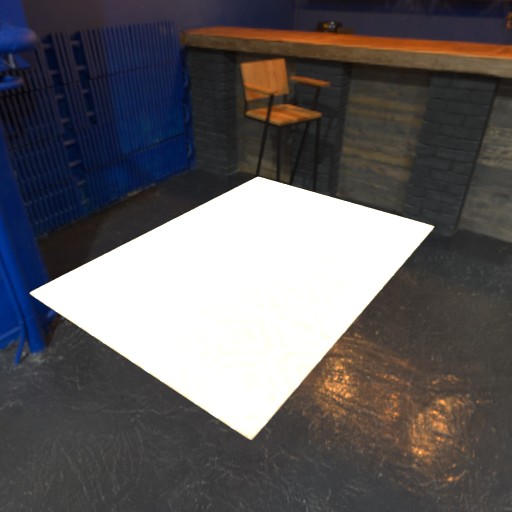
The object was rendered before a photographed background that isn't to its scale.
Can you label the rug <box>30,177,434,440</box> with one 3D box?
[{"bbox_3d":[0.000,0.000,4.385,2.438,0.010,3.353,22,38,31],"label":"rug"}]
